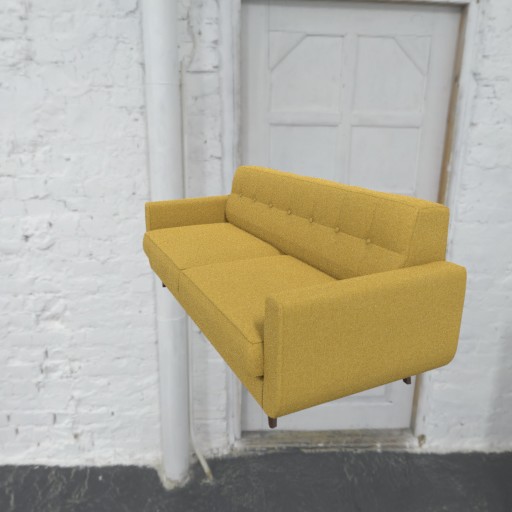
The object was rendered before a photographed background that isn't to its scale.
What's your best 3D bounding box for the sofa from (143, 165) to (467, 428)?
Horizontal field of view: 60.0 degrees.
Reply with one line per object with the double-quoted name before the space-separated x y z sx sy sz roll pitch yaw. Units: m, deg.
"sofa" 0.000 0.000 2.481 0.909 0.841 2.029 -8 19 -24
